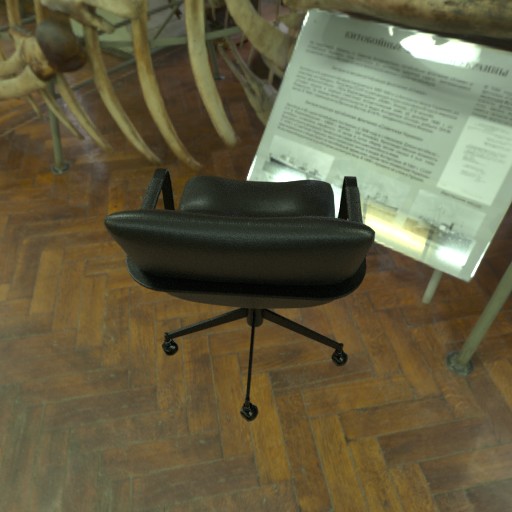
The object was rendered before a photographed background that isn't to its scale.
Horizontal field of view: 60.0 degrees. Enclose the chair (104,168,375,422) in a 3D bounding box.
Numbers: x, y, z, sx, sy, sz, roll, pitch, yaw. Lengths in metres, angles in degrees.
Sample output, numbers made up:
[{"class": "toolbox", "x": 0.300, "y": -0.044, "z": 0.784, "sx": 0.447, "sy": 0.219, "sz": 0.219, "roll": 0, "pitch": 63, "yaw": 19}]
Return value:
[{"class": "chair", "x": 0.000, "y": 0.000, "z": 1.477, "sx": 0.719, "sy": 0.922, "sz": 0.748, "roll": 3, "pitch": 46, "yaw": 3}]
